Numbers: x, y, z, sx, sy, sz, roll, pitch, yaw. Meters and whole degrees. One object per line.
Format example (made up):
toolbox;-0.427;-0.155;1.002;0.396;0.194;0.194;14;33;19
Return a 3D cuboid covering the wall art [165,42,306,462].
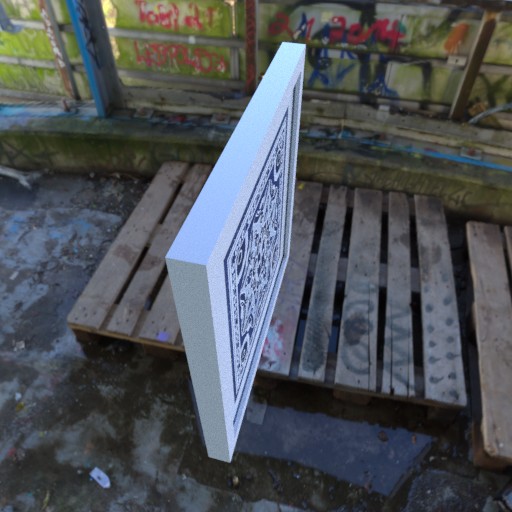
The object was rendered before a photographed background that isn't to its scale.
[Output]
wall art;0.000;0.000;0.525;0.027;0.355;0.355;11;48;10
